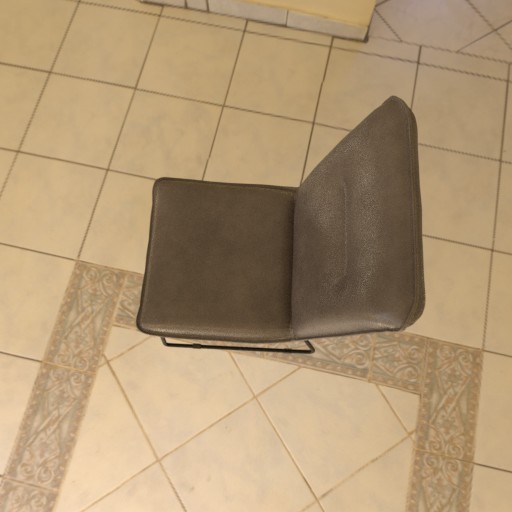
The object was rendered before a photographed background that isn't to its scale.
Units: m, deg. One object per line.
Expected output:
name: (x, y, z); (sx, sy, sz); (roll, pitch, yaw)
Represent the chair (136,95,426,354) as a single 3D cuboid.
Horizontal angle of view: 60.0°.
chair: (0.000, 0.000, 1.333); (0.688, 0.932, 0.515); (3, 75, 1)
